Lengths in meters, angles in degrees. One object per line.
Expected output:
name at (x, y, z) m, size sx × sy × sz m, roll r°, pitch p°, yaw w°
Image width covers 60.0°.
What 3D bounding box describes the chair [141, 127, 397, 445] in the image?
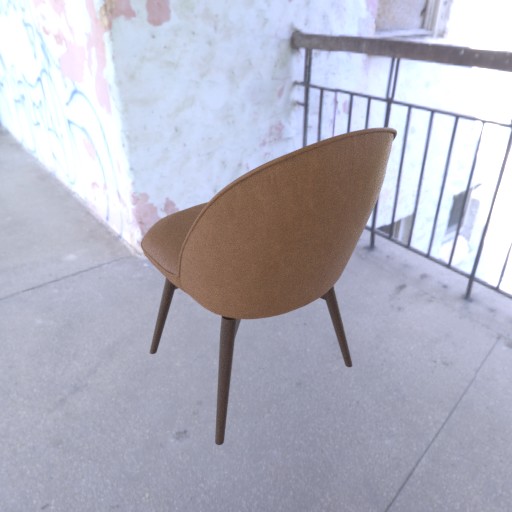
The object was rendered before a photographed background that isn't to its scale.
chair at (0.000, 0.000, 1.241) m, size 0.521 × 0.831 × 0.631 m, roll -20°, pitch 36°, yaw -30°
